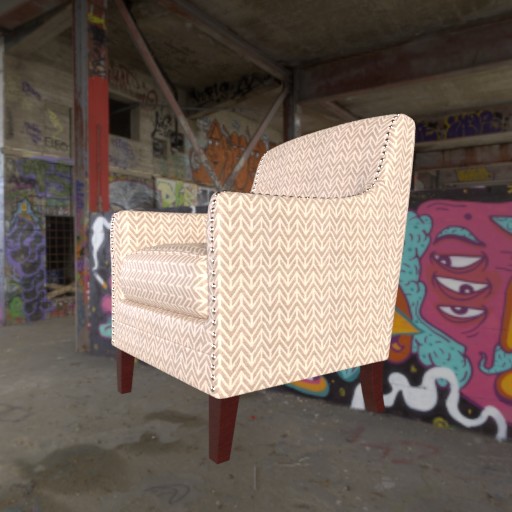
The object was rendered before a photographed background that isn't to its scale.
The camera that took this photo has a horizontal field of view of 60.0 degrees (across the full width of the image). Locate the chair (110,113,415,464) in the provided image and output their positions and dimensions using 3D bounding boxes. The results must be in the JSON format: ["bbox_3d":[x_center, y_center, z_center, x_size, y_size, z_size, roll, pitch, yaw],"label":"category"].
[{"bbox_3d":[0.000,0.000,1.284,0.651,0.816,0.623,-1,1,-37],"label":"chair"}]
